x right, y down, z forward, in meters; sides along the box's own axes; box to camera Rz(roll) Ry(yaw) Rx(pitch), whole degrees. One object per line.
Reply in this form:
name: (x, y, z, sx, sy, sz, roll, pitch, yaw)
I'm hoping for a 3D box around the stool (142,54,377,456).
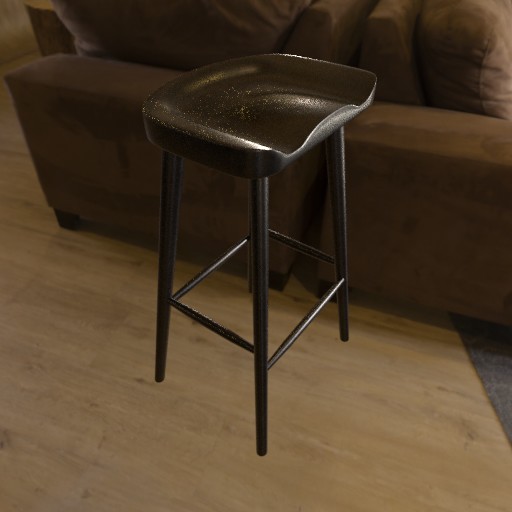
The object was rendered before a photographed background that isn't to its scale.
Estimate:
stool: (0.000, 0.000, 0.997, 0.361, 0.749, 0.440, 25, 46, 27)
